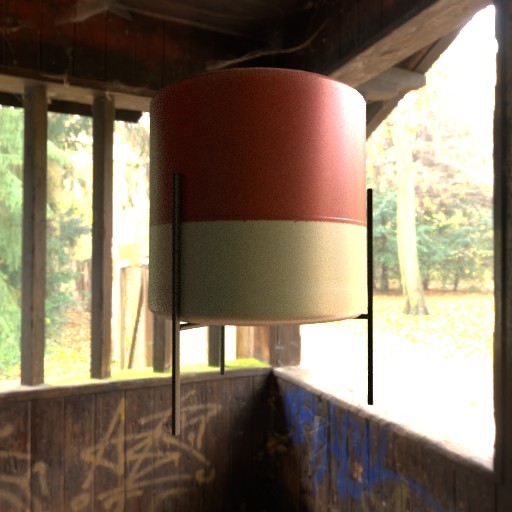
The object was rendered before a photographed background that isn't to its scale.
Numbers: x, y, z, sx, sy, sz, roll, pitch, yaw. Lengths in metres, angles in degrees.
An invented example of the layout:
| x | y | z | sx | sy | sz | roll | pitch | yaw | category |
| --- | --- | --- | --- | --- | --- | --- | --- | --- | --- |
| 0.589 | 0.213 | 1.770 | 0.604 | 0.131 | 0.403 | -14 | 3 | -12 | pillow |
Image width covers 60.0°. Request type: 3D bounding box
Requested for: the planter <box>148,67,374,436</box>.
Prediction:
| x | y | z | sx | sy | sz | roll | pitch | yaw | category |
| --- | --- | --- | --- | --- | --- | --- | --- | --- | --- |
| 0.000 | 0.000 | 0.713 | 0.345 | 0.465 | 0.354 | -1 | -1 | 37 | planter |
